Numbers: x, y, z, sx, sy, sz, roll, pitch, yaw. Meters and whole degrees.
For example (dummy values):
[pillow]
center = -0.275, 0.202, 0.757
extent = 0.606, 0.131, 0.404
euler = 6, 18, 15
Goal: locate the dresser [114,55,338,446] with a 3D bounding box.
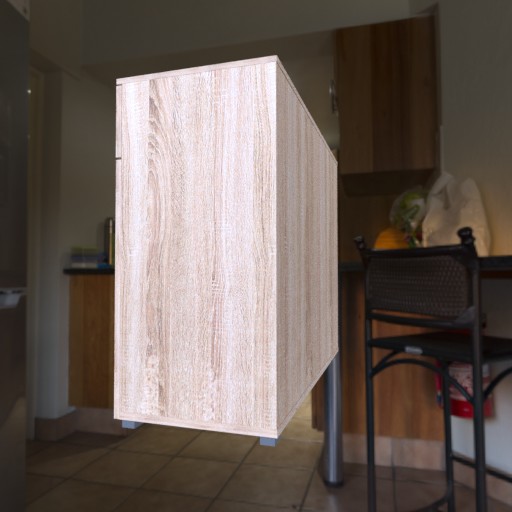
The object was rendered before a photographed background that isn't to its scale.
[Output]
[dresser]
center = 0.000, 0.000, 1.606
extent = 0.450, 0.900, 1.100
euler = 0, -2, 18
